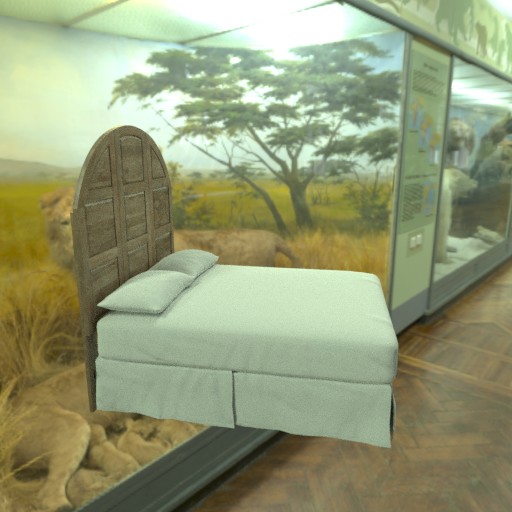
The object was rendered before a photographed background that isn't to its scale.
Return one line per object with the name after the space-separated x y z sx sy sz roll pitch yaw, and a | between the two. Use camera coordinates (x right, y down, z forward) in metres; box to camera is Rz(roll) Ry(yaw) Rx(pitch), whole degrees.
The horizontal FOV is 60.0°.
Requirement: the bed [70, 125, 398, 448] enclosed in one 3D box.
0.000 0.000 3.506 2.112 2.002 1.713 3 14 10 | bed
